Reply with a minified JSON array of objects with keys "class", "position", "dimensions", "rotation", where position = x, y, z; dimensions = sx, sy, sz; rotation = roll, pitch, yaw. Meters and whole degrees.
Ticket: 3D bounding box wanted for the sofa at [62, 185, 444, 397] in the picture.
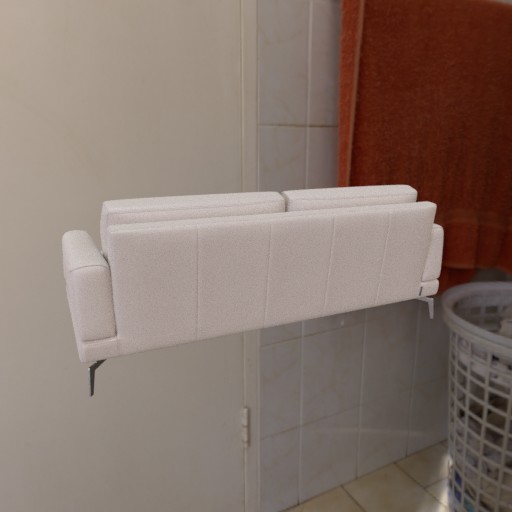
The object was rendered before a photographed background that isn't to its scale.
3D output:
[{"class":"sofa","position":[0.000,0.000,2.439],"dimensions":[1.940,0.765,0.974],"rotation":[-7,16,-25]}]
